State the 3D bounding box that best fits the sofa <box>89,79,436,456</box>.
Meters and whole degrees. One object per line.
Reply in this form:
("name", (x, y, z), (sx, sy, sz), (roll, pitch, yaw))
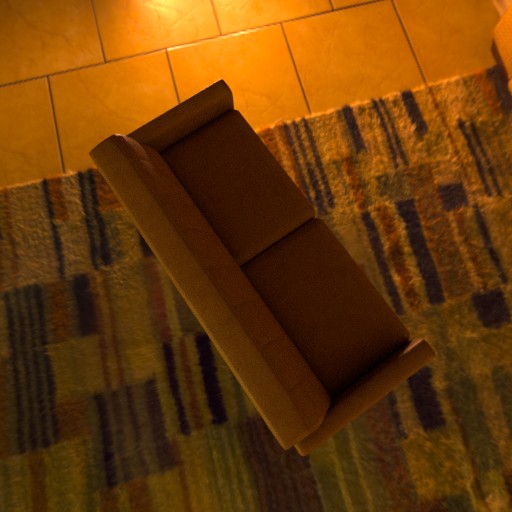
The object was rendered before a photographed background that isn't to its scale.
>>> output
("sofa", (0.000, 0.000, 2.729), (0.980, 0.892, 2.137), (-34, 78, -8))
